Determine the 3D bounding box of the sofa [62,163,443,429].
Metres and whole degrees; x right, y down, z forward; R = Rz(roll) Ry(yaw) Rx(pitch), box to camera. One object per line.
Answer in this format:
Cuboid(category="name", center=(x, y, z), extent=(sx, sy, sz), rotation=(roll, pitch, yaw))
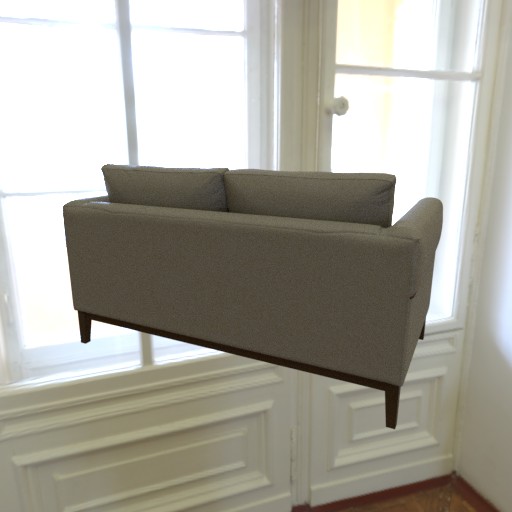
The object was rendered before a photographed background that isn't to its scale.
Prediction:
Cuboid(category="sofa", center=(0.000, 0.000, 2.146), extent=(1.598, 0.873, 0.899), rotation=(7, 17, 26))
